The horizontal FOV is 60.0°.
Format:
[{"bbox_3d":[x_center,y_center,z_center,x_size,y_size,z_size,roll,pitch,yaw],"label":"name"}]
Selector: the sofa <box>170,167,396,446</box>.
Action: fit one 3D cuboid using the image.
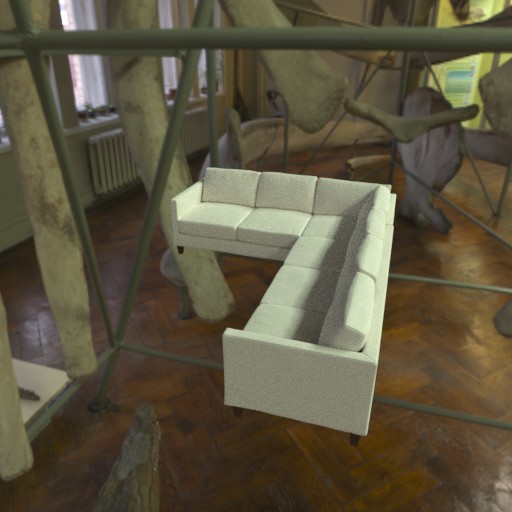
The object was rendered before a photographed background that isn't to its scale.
[{"bbox_3d":[0.000,0.000,4.228,2.432,0.863,3.182,8,27,16],"label":"sofa"}]
